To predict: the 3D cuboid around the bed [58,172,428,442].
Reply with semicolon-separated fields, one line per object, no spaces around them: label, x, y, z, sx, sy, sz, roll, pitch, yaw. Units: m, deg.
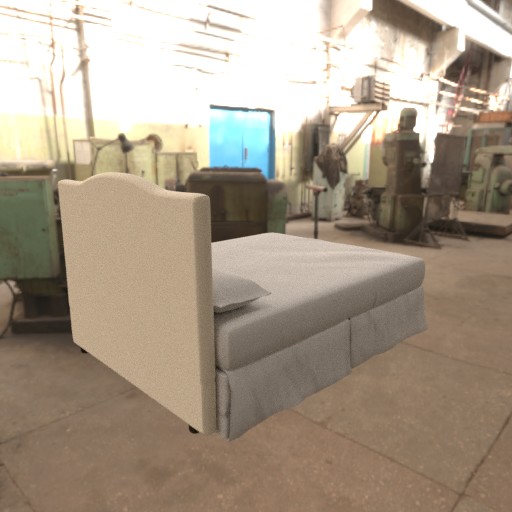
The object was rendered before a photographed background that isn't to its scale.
bed;0.000;0.000;3.680;2.477;1.437;1.977;-13;18;-43
